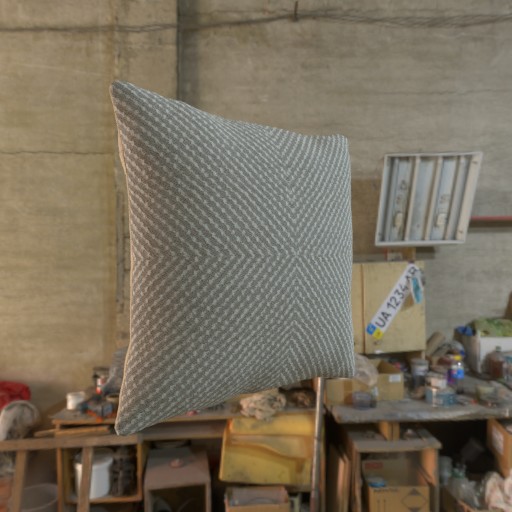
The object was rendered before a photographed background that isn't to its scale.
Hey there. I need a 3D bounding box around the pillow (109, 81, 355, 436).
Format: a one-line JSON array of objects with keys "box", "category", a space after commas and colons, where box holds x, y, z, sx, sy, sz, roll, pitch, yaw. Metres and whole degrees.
[{"box": [0.000, 0.000, 0.703, 0.459, 0.458, 0.181, 0, 0, -38], "category": "pillow"}]
